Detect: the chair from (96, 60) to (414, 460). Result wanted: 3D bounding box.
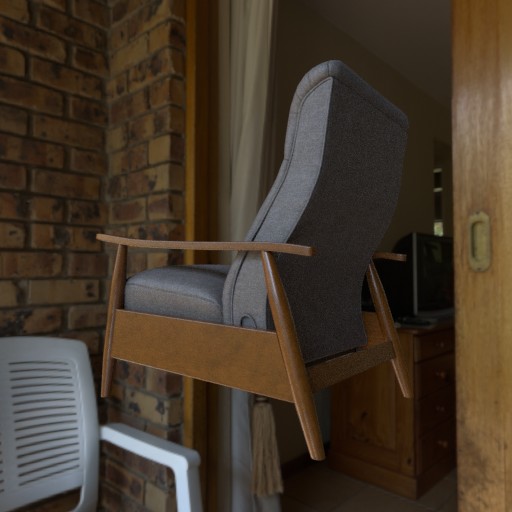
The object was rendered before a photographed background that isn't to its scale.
[{"bbox_3d":[0.000,0.000,1.729,1.014,1.081,0.762,-2,-2,37],"label":"chair"}]
